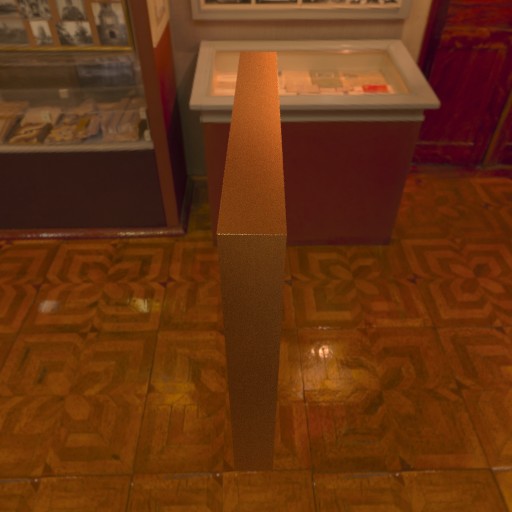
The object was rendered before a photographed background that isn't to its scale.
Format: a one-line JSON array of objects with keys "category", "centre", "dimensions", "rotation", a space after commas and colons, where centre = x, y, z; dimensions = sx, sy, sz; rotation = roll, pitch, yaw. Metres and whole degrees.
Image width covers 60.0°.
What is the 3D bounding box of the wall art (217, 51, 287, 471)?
[{"category": "wall art", "centre": [0.000, 0.000, 0.455], "dimensions": [0.038, 0.304, 0.304], "rotation": [1, 42, 1]}]
